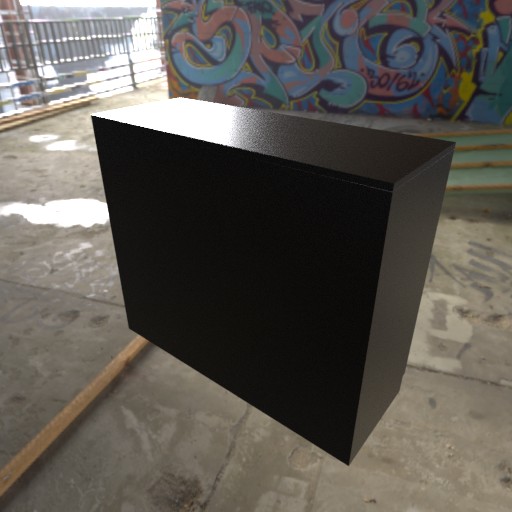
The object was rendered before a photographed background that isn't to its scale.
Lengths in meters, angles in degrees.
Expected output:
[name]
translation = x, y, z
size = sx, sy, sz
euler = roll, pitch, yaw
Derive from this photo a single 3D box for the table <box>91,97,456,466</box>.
[table]
translation = 0.000, 0.000, 1.366
size = 0.930, 0.790, 0.380
euler = 21, 36, 33
